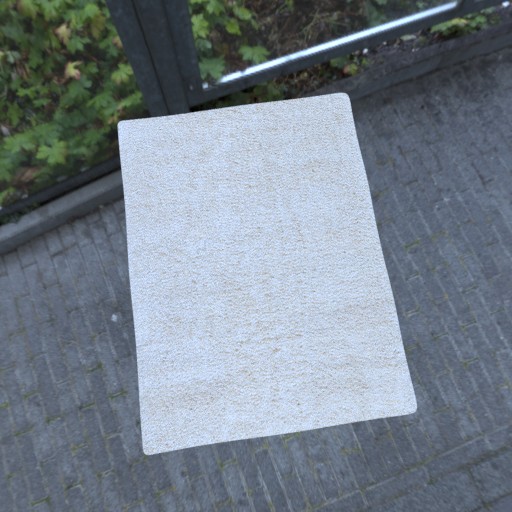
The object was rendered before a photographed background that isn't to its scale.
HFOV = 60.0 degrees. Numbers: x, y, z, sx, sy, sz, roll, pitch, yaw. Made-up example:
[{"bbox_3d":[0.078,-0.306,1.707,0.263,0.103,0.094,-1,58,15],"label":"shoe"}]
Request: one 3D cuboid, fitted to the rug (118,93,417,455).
[{"bbox_3d":[0.000,0.000,2.105,1.200,0.027,1.600,-8,76,-2],"label":"rug"}]
